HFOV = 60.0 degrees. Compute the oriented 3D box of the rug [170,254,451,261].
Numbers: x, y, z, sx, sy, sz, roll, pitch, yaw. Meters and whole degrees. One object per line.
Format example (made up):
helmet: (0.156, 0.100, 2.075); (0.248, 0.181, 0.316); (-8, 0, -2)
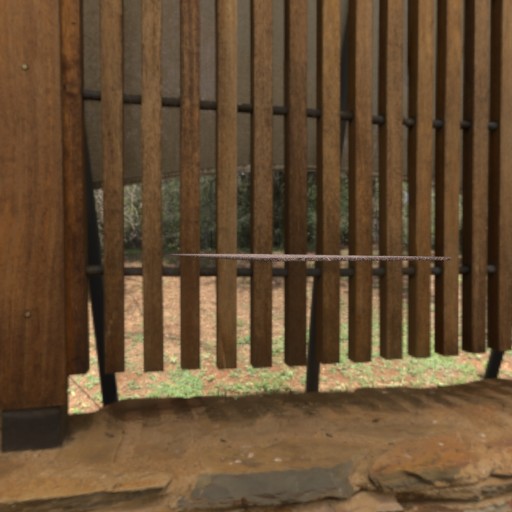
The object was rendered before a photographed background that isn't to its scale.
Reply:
rug: (0.000, 0.000, 2.523); (0.691, 0.011, 2.296); (0, 1, -18)
